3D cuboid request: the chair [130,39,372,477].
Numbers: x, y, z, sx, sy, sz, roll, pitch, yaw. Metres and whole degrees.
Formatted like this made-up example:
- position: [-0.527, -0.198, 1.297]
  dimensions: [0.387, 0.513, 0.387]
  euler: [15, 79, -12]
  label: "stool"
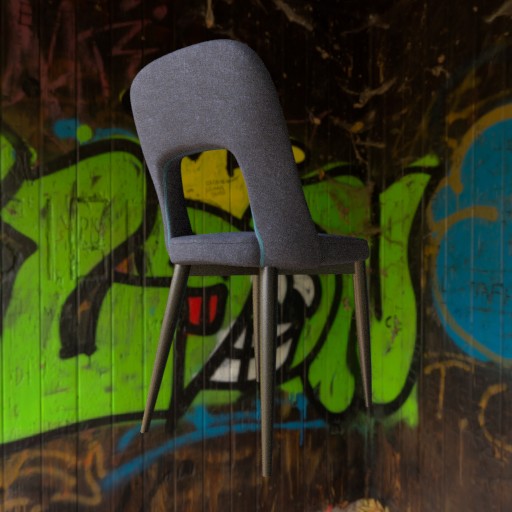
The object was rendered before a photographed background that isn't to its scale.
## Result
- position: [0.000, 0.000, 1.227]
  dimensions: [0.470, 0.931, 0.612]
  euler: [1, 1, 37]
  label: "chair"
